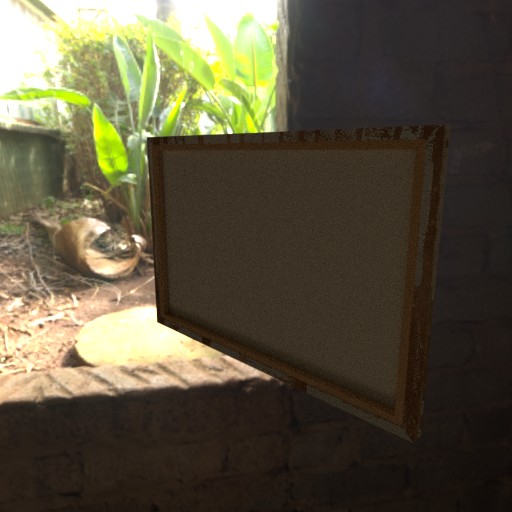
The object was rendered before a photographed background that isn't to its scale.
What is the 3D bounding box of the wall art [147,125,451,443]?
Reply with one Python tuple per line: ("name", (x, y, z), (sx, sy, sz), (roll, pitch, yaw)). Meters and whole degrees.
("wall art", (0.000, 0.000, 1.137), (0.914, 0.609, 0.035), (13, 18, 43))
